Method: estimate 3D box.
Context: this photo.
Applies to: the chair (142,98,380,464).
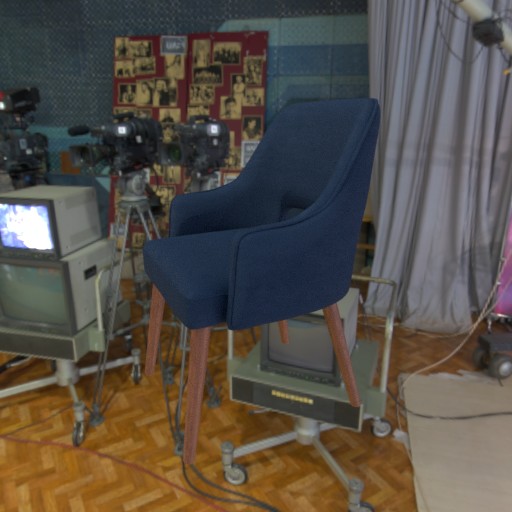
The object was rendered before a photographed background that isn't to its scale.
[{"bbox_3d":[0.000,0.000,1.248,0.591,0.844,0.559,-8,19,-24],"label":"chair"}]
